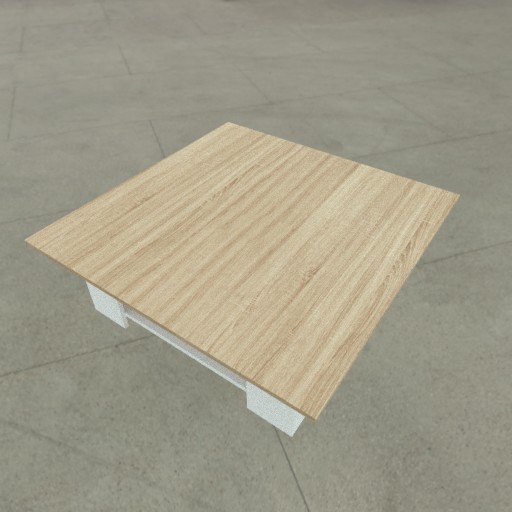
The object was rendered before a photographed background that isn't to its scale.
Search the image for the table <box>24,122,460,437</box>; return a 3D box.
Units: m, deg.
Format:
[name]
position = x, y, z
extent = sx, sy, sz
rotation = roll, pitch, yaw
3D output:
[table]
position = 0.000, 0.000, 1.365
extent = 0.890, 0.305, 0.890
rotation = 25, 47, 26
